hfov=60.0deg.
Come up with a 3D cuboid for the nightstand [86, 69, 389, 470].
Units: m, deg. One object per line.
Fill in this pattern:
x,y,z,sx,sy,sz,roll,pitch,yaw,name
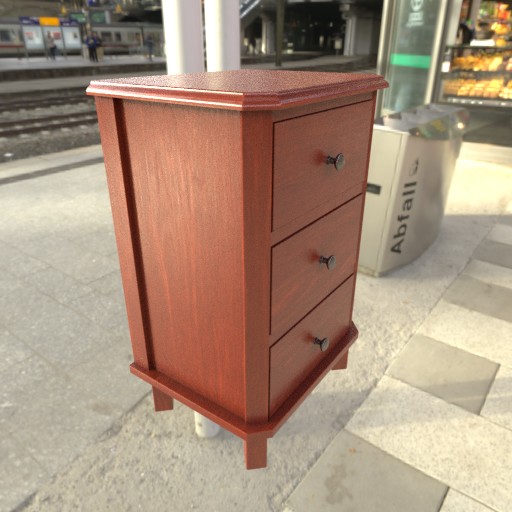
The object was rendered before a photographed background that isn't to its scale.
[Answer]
0.000,0.000,0.910,0.351,0.681,0.435,17,31,32,nightstand
